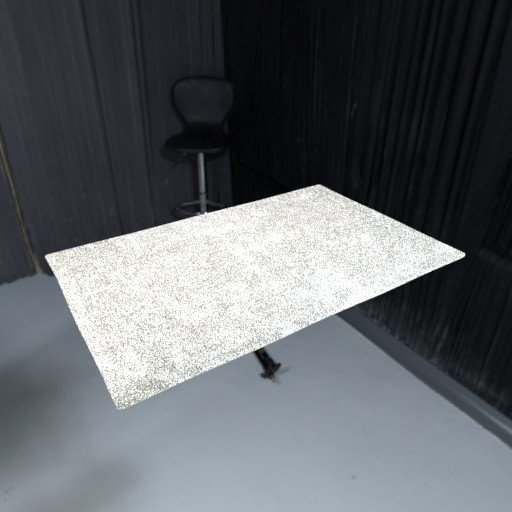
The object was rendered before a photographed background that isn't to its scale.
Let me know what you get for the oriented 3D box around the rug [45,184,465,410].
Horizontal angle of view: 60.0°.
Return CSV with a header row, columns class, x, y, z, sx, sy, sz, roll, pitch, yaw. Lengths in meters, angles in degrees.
class,x,y,z,sx,sy,sz,roll,pitch,yaw
rug,0.000,0.000,2.932,2.350,0.025,1.502,-18,35,-28
